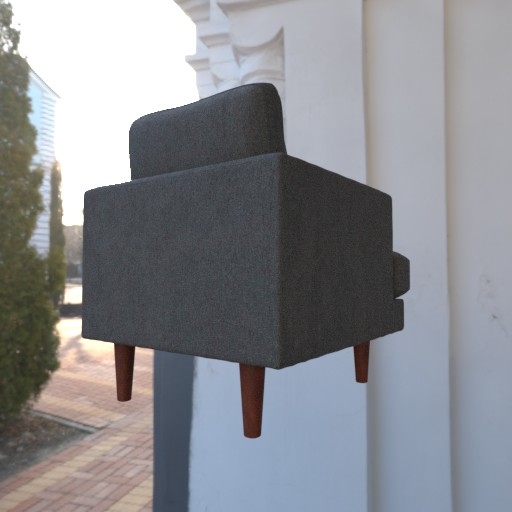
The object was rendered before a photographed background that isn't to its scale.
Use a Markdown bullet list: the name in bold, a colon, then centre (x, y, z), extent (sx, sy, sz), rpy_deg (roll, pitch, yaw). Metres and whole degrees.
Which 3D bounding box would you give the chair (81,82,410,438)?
- **chair**: centre (0.000, 0.000, 1.620), extent (0.858, 0.957, 0.899), rpy_deg (-1, -2, 37)
